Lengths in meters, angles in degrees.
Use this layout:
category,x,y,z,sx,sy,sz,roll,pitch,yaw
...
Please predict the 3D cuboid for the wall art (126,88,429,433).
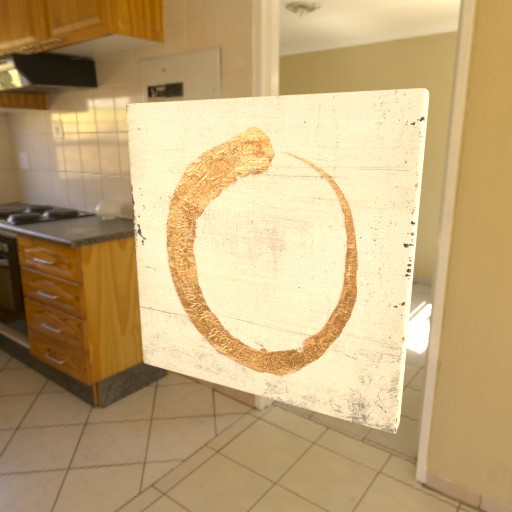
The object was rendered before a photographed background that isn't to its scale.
category,x,y,z,sx,sy,sz,roll,pitch,yaw
wall art,0.000,0.000,0.906,0.610,0.611,0.040,7,16,26
